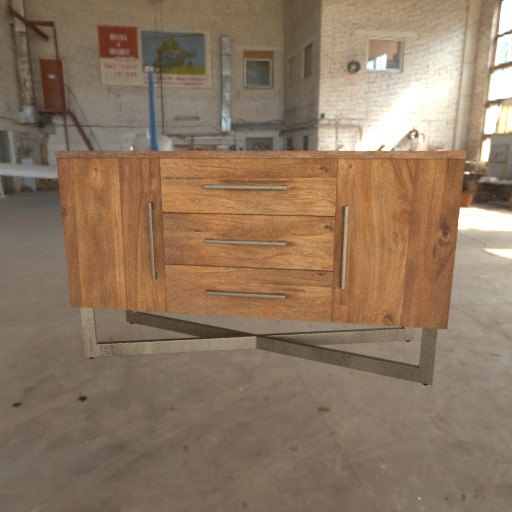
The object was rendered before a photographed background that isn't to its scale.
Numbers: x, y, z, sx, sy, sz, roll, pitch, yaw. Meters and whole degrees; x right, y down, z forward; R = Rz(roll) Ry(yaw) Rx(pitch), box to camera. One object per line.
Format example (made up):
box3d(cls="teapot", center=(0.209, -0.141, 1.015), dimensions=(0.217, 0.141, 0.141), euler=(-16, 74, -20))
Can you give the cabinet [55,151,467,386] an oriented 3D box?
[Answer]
box3d(cls="cabinet", center=(0.000, 0.000, 1.759), dimensions=(1.373, 0.812, 0.480), euler=(2, 13, 9))
